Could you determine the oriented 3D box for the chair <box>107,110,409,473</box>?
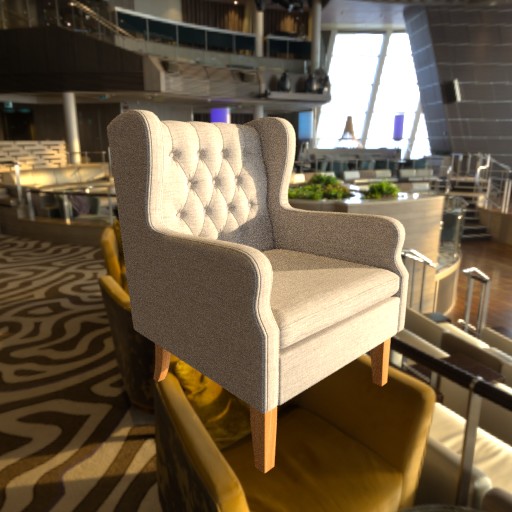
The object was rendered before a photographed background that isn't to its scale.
[{"bbox_3d":[0.000,0.000,1.493,0.760,0.930,0.710,14,20,43],"label":"chair"}]
